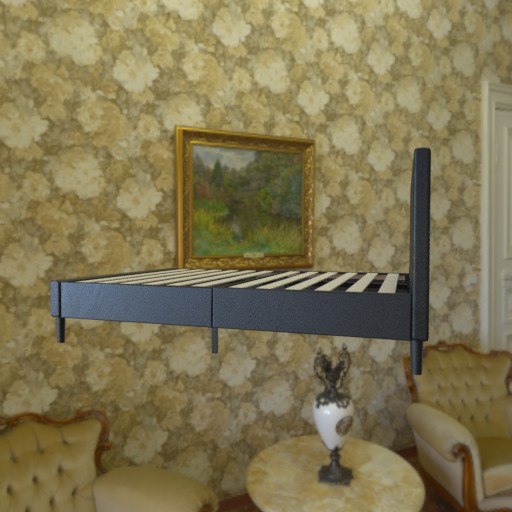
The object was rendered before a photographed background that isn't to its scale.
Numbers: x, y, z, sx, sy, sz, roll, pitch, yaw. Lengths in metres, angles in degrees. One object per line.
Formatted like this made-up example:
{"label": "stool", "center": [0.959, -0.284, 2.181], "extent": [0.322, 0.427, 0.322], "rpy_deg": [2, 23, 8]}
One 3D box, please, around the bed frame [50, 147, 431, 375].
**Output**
{"label": "bed frame", "center": [0.000, 0.000, 3.042], "extent": [2.152, 1.046, 1.469], "rpy_deg": [1, 2, 19]}
